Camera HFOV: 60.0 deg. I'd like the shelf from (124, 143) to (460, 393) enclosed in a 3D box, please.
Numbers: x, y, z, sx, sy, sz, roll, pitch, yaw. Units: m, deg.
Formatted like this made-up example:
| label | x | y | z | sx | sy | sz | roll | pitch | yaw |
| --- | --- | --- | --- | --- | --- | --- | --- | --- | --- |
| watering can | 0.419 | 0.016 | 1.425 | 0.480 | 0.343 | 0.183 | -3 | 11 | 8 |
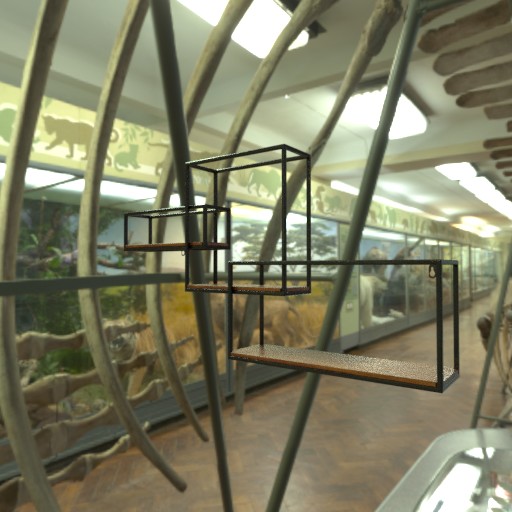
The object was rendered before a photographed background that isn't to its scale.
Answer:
| label | x | y | z | sx | sy | sz | roll | pitch | yaw |
| --- | --- | --- | --- | --- | --- | --- | --- | --- | --- |
| shelf | 0.000 | 0.000 | 2.164 | 1.781 | 0.972 | 0.275 | -1 | -2 | 36 |
